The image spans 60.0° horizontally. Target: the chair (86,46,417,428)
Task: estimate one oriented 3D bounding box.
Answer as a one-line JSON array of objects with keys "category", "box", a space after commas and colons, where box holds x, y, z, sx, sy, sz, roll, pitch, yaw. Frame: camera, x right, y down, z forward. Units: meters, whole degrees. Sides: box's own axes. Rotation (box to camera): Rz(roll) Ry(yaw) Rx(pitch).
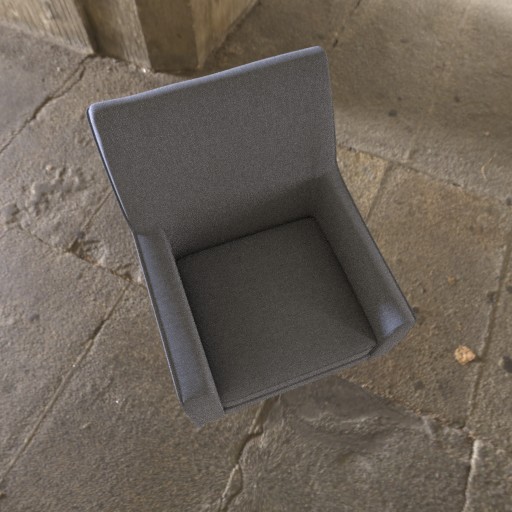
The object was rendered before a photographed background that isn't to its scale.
[{"category": "chair", "box": [0.000, 0.000, 1.584, 0.780, 0.919, 0.899, -18, 65, -9]}]
